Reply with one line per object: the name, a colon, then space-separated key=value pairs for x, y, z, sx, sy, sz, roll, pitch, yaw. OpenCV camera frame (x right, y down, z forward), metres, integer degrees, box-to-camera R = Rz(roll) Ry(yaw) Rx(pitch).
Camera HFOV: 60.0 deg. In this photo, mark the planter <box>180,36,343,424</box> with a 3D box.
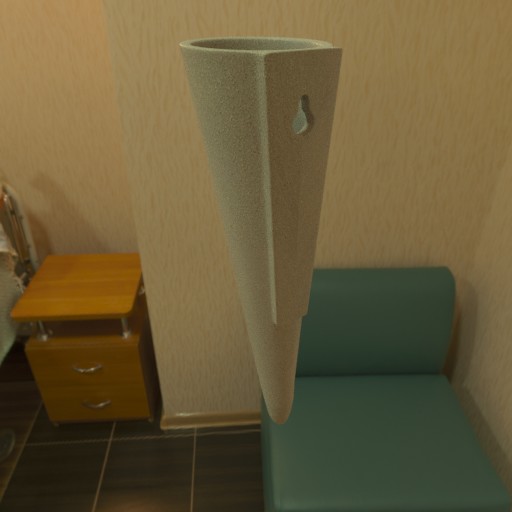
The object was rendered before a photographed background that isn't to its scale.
planter: x=0.000 y=0.000 z=0.220 sx=0.057 sy=0.191 sz=0.064 roll=-18 pitch=35 yaw=-28
